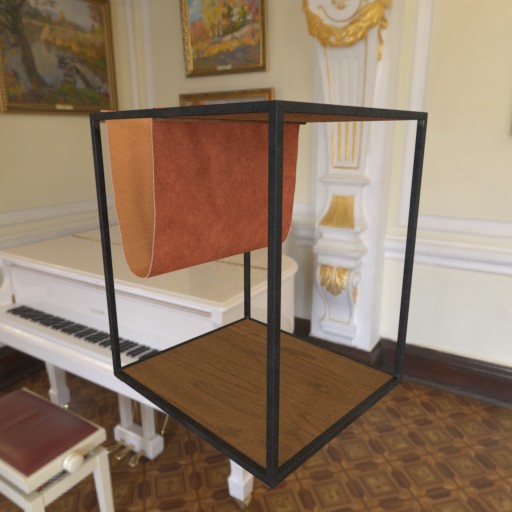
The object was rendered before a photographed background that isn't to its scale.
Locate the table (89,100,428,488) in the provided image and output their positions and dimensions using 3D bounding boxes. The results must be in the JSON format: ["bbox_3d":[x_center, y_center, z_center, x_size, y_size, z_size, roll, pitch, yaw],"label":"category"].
[{"bbox_3d":[0.000,0.000,0.854,0.450,0.536,0.399,14,21,42],"label":"table"}]
